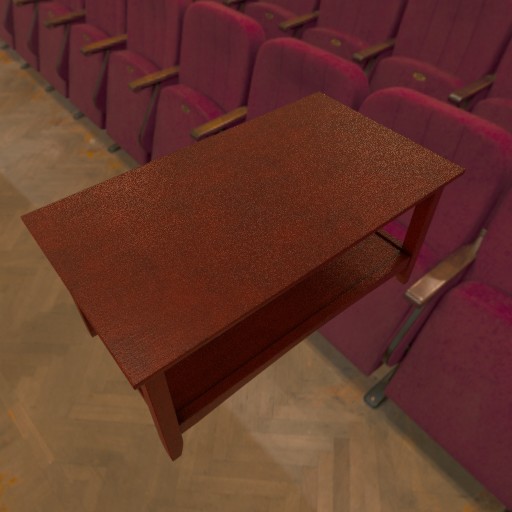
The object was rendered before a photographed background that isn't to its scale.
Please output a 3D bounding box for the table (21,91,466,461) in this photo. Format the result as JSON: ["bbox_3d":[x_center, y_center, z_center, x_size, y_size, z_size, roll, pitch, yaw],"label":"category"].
[{"bbox_3d":[0.000,0.000,1.229,0.943,0.456,0.533,-31,54,-25],"label":"table"}]
